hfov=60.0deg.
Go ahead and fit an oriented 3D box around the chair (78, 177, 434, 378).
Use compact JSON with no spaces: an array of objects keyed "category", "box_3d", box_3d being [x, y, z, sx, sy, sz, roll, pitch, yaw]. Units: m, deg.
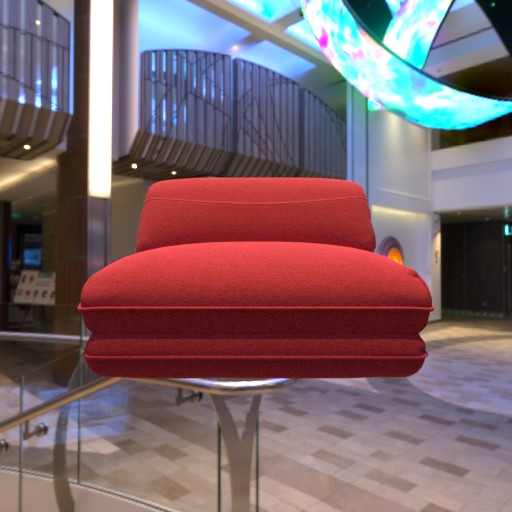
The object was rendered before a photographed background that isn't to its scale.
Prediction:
[{"category":"chair","box_3d":[0.000,0.000,1.353,0.820,0.580,0.780,0,-1,0]}]
